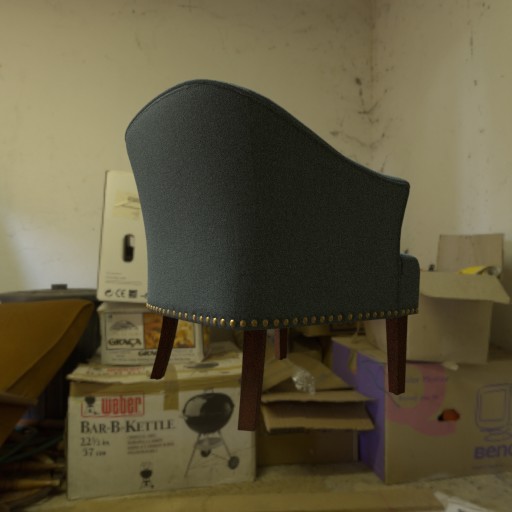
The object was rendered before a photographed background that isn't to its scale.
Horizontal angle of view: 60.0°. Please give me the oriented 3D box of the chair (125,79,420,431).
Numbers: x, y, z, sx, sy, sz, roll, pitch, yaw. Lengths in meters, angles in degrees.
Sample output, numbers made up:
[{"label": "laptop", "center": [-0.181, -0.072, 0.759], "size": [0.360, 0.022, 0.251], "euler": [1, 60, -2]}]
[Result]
[{"label": "chair", "center": [0.000, 0.000, 1.371], "size": [0.704, 0.815, 0.772], "euler": [0, -1, -34]}]
